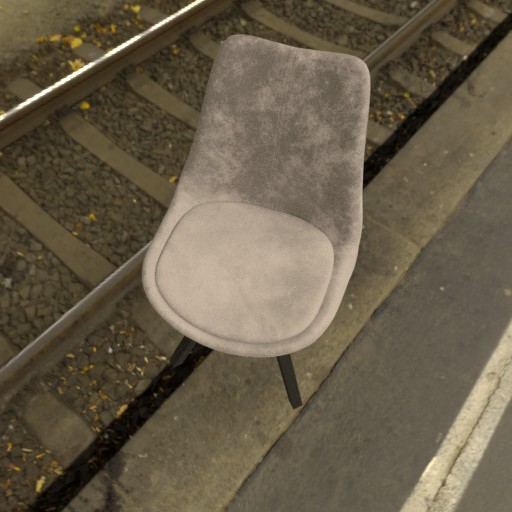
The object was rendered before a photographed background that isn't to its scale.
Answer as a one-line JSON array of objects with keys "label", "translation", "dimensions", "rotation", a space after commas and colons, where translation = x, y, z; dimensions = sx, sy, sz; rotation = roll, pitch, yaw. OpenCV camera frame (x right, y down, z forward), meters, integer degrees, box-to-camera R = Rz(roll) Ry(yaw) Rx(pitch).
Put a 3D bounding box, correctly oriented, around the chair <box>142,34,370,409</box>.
[{"label": "chair", "translation": [0.000, 0.000, 1.138], "dimensions": [0.485, 0.850, 0.550], "rotation": [16, 59, 10]}]
